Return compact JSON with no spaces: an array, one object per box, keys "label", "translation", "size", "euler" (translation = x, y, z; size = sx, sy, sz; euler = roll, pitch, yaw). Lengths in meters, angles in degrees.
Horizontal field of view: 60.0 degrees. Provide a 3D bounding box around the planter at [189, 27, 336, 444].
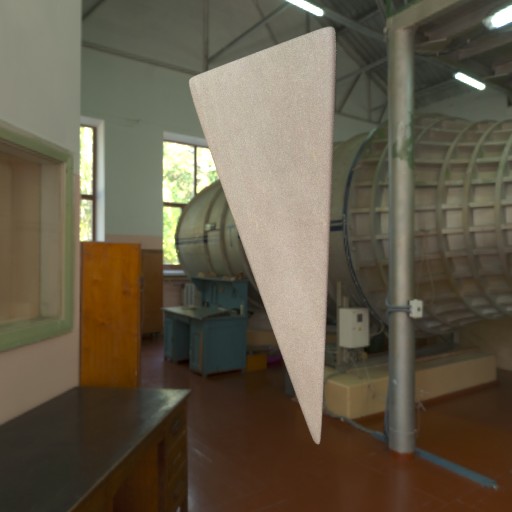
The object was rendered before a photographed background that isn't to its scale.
[{"label":"planter","translation":[0.000,0.000,0.266],"size":[0.081,0.224,0.101],"euler":[0,-1,0]}]
